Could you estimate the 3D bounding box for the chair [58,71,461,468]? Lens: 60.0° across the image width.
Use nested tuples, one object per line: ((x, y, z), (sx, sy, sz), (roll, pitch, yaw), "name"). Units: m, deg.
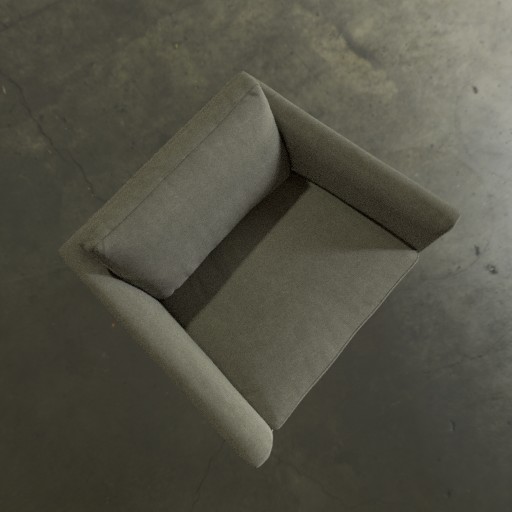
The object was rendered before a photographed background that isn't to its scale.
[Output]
((0.000, 0.000, 1.879), (1.091, 0.845, 1.190), (40, 79, 9), "chair")
